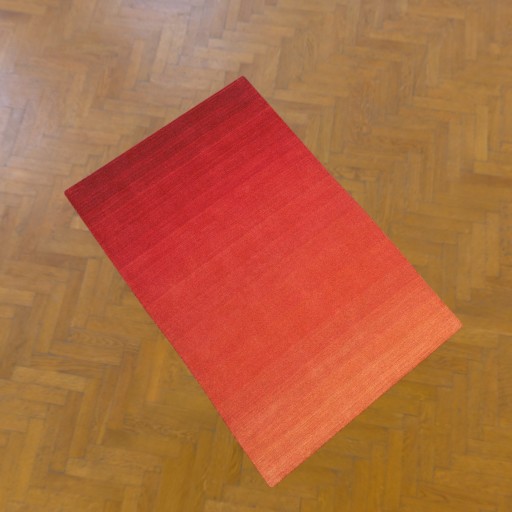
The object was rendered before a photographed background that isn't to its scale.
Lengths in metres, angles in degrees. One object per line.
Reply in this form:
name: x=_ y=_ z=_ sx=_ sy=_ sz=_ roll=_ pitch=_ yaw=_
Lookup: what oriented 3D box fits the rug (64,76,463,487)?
rug: x=0.000 y=0.000 z=2.307 sx=1.230 sy=0.018 sz=1.835 roll=-36 pitch=78 yaw=-9
